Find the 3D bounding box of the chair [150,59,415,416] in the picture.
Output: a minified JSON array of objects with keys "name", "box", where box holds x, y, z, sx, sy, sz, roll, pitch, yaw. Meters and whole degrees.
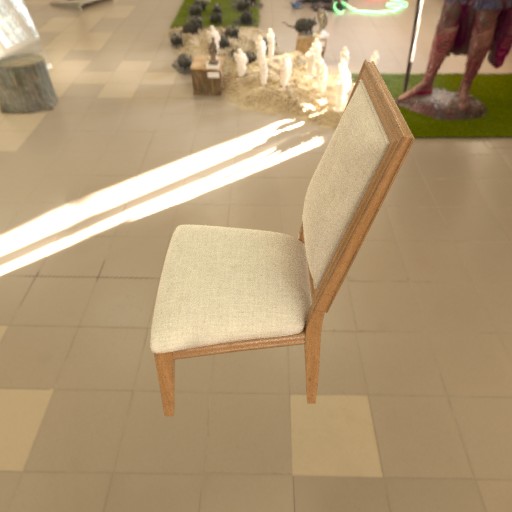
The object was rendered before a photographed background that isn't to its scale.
[{"name":"chair","box":[0.000,0.000,1.315,0.601,0.988,0.536,0,42,0]}]
